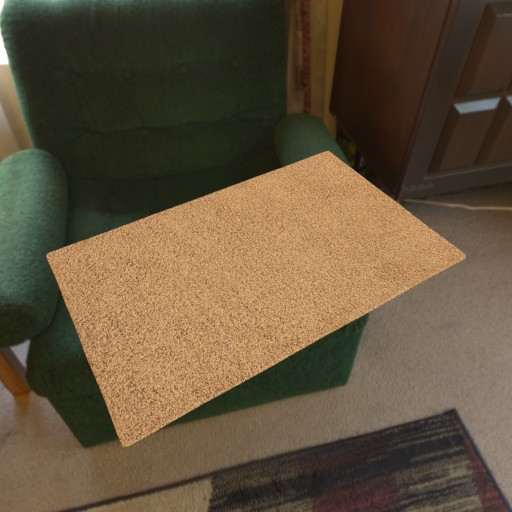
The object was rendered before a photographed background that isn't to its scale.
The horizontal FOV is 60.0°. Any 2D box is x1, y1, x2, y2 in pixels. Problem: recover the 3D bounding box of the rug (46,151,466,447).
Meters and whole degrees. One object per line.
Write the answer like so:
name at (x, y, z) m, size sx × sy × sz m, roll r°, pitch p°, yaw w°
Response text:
rug at (0.000, 0.000, 3.025) m, size 2.438 × 0.030 × 1.524 m, roll -24°, pitch 51°, yaw -21°
